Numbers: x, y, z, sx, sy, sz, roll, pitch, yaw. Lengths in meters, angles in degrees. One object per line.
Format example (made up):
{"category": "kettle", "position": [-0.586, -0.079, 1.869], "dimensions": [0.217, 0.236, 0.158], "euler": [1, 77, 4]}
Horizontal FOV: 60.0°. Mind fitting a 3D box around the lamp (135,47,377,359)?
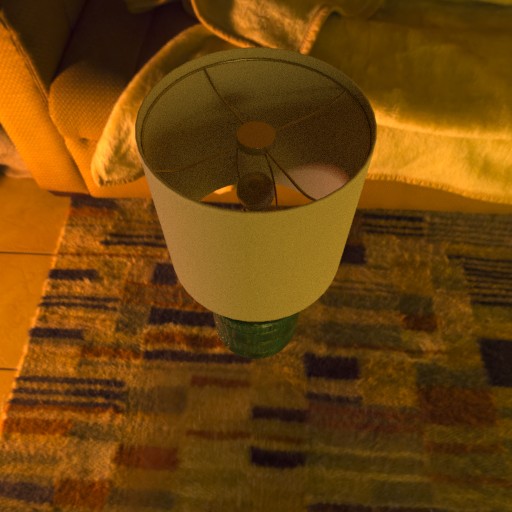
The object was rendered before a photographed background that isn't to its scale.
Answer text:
{"category": "lamp", "position": [0.000, 0.000, 0.582], "dimensions": [0.211, 0.455, 0.211], "euler": [-15, 59, -9]}
